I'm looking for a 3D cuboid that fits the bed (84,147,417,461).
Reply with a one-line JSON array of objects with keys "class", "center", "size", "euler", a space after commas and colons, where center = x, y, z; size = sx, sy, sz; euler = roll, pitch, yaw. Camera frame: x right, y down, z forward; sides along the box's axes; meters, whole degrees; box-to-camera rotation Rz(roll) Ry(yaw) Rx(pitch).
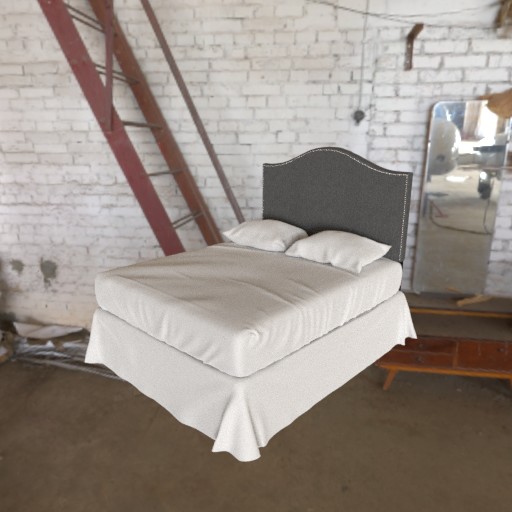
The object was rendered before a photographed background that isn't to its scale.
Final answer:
[{"class": "bed", "center": [0.000, 0.000, 3.528], "size": [1.876, 1.645, 2.221], "euler": [14, 21, 41]}]
